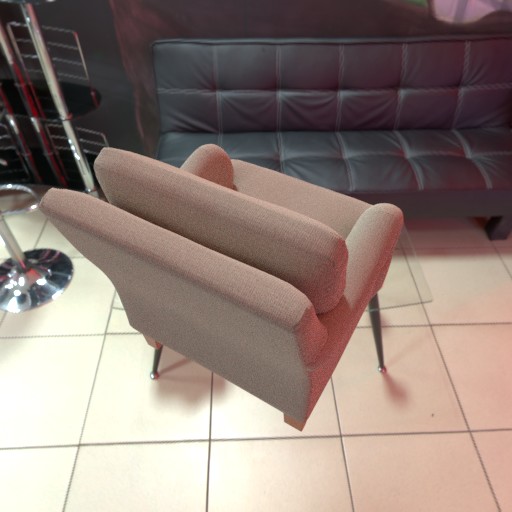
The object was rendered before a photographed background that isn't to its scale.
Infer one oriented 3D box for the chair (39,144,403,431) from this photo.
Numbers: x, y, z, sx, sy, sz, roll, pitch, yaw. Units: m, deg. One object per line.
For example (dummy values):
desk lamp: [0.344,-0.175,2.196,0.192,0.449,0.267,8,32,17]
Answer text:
chair: [0.000,0.000,1.787,0.955,1.038,1.070,23,50,21]
